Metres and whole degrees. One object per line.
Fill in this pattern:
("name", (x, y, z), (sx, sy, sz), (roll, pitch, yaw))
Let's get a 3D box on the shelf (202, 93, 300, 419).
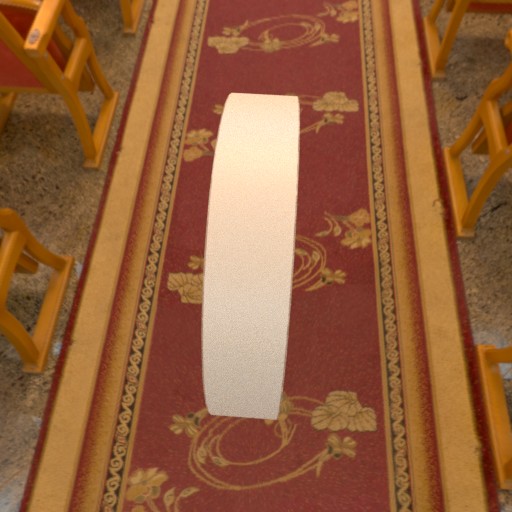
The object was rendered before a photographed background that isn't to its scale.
("shelf", (0.000, 0.000, 1.177), (0.158, 0.807, 0.806), (4, 65, 2))
